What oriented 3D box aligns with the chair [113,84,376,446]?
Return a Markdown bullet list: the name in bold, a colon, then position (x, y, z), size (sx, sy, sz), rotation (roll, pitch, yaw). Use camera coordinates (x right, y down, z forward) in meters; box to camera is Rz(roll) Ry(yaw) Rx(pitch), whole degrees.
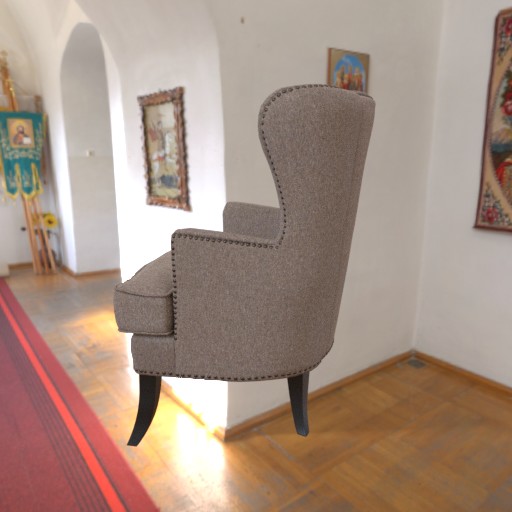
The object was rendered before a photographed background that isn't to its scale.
- **chair**: position (0.000, 0.000, 1.570), size (0.758, 1.060, 0.759), rotation (2, 14, 8)
